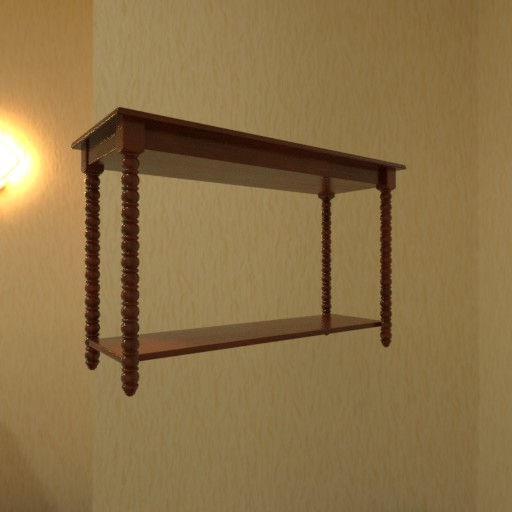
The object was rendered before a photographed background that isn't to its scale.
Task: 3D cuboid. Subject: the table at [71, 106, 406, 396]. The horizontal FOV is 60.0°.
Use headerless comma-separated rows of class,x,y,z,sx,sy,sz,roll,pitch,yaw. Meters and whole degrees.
table,0.000,0.000,1.626,1.184,0.740,0.459,0,0,-36
